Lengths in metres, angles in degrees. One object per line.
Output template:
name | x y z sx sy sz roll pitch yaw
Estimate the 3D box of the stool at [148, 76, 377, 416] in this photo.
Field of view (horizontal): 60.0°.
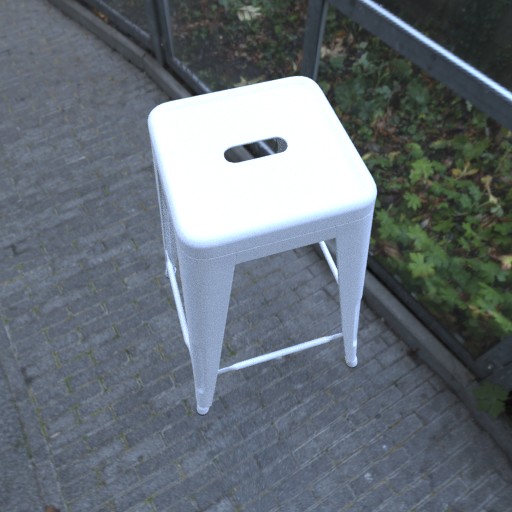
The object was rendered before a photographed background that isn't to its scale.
stool | 0.000 0.000 0.900 0.406 0.610 0.406 -15 60 -9
